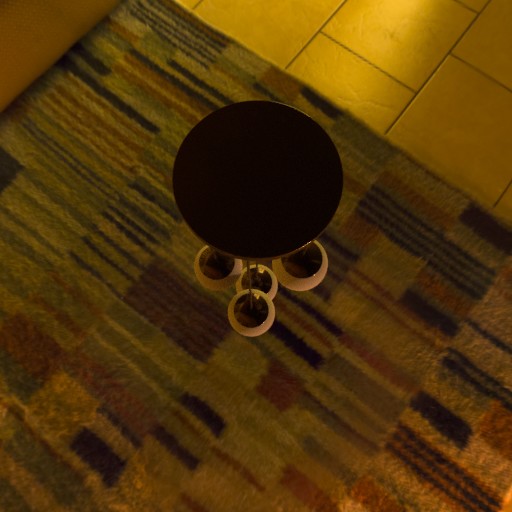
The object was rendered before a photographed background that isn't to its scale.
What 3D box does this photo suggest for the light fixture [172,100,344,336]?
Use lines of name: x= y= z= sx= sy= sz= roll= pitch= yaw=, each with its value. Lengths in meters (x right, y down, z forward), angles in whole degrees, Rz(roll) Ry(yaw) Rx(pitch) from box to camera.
light fixture: x=0.000 y=0.000 z=1.504 sx=0.489 sy=1.271 sz=0.484 roll=17 pitch=76 yaw=4
